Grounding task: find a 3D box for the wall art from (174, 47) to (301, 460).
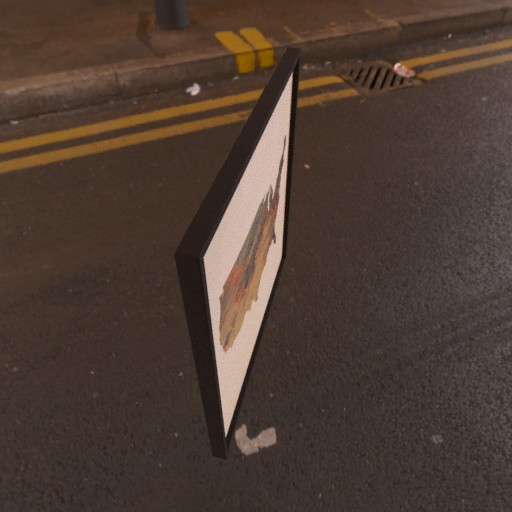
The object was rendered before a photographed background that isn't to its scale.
[{"bbox_3d":[0.000,0.000,1.145,0.038,0.762,0.762,11,47,10],"label":"wall art"}]
